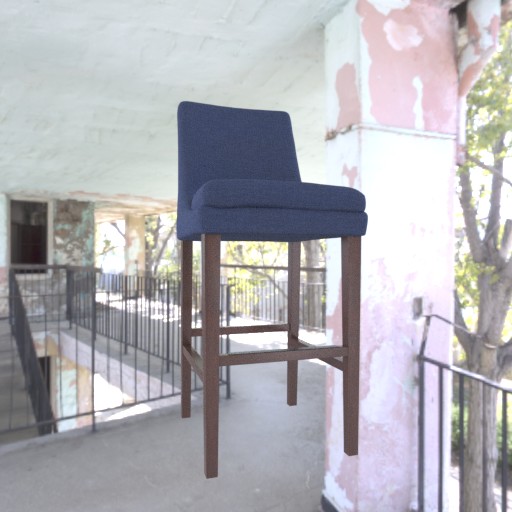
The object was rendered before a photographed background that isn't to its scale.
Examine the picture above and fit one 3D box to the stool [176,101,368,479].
[{"bbox_3d":[0.000,0.000,1.378,0.470,1.078,0.577,0,0,-18],"label":"stool"}]
